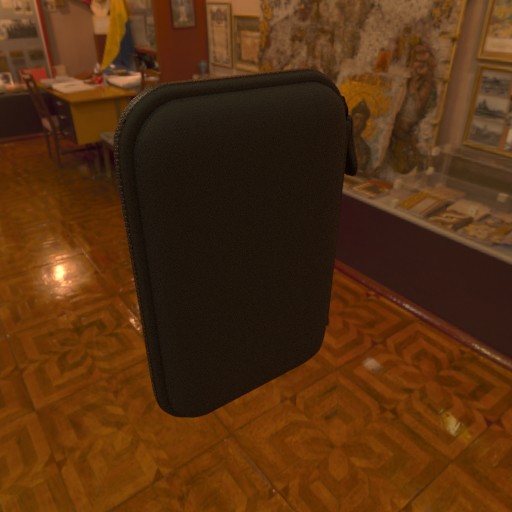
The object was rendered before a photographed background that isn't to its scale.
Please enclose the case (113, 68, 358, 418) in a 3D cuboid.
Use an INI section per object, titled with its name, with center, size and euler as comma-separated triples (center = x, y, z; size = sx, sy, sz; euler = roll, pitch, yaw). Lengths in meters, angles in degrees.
[case]
center = 0.000, 0.000, 0.191
size = 0.107, 0.147, 0.030
euler = -19, 36, -29
